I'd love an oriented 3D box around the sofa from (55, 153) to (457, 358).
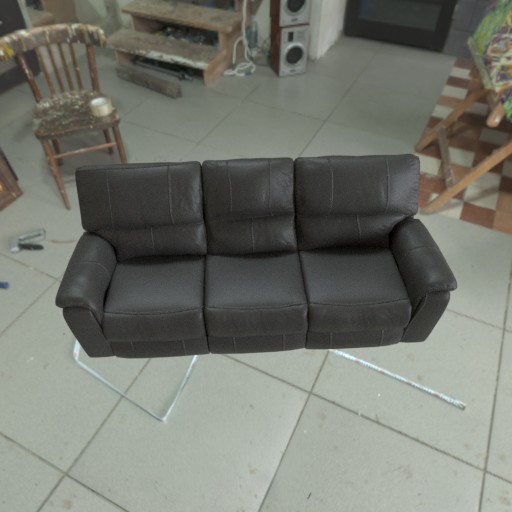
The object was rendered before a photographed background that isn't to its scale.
[{"bbox_3d":[0.000,0.000,3.256,2.627,1.134,1.104,-2,47,-2],"label":"sofa"}]
